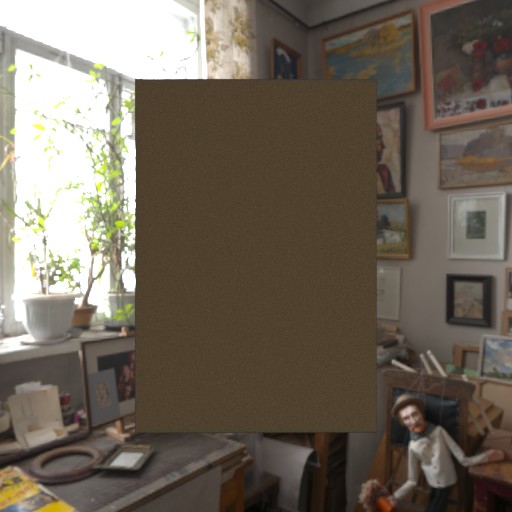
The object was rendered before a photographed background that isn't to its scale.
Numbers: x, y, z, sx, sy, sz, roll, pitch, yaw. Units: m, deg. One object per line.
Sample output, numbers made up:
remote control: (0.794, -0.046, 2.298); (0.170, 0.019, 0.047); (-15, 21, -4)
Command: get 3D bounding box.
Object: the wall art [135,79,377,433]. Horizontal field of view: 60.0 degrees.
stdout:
wall art: (0.000, 0.000, 0.588); (0.313, 0.457, 0.031); (0, 0, 0)
